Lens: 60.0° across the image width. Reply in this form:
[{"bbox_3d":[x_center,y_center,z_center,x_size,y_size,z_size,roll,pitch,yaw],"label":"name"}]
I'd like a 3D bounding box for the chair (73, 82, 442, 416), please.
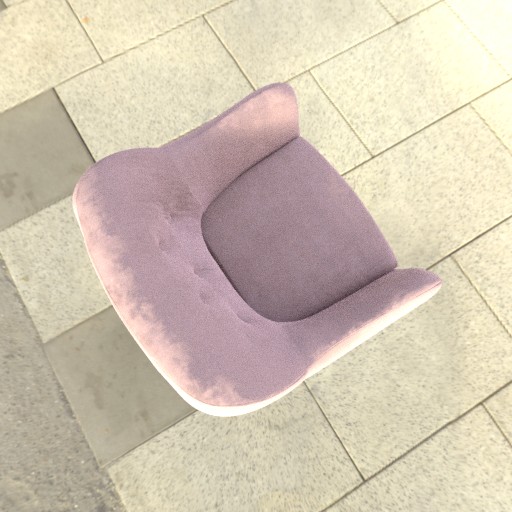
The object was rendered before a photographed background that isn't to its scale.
[{"bbox_3d":[0.000,0.000,1.489,0.820,0.820,0.840,-32,78,-8],"label":"chair"}]
